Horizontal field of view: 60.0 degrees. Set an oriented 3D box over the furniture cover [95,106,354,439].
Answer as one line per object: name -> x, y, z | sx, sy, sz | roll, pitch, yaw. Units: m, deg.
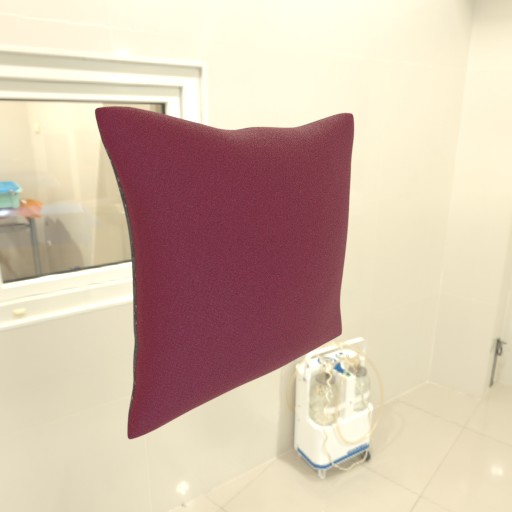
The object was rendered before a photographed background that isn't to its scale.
furniture cover -> 0.000, 0.000, 0.814 | 0.552, 0.509, 0.193 | -15, 22, -40
